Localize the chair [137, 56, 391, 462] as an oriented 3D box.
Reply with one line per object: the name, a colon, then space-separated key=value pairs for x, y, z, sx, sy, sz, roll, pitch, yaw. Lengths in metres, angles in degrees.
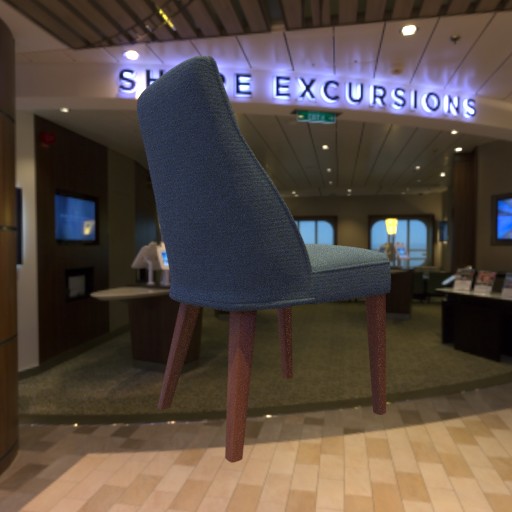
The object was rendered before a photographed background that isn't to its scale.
chair: x=0.000 y=0.000 z=1.294 sx=0.620 sy=0.930 sz=0.500 roll=-1 pitch=2 yaw=-35
